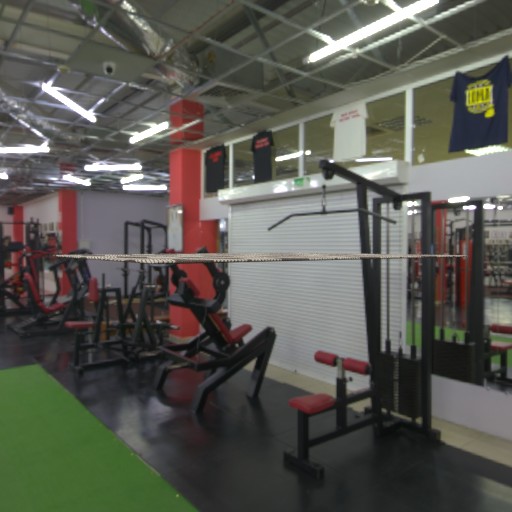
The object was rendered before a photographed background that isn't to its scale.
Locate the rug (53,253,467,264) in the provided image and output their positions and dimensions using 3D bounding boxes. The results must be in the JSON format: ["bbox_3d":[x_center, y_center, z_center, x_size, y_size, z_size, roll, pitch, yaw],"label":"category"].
[{"bbox_3d":[0.000,0.000,4.150,3.048,0.016,2.438,-1,1,-36],"label":"rug"}]
